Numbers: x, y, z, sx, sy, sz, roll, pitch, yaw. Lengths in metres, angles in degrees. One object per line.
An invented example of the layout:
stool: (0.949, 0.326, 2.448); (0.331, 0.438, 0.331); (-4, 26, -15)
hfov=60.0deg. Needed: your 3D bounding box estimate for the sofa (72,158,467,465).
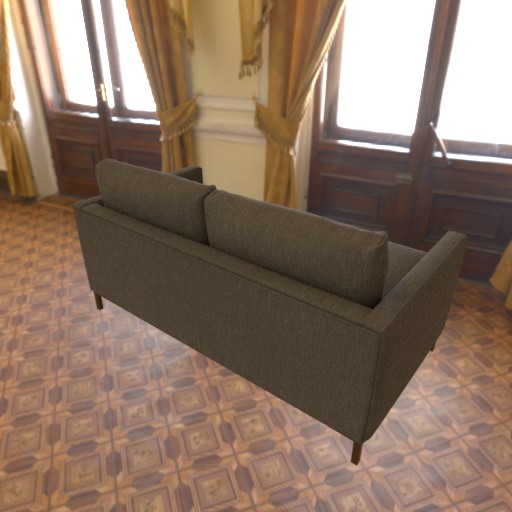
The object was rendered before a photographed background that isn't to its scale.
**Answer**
sofa: (0.000, 0.000, 2.140); (1.682, 0.840, 0.875); (20, 34, 33)
